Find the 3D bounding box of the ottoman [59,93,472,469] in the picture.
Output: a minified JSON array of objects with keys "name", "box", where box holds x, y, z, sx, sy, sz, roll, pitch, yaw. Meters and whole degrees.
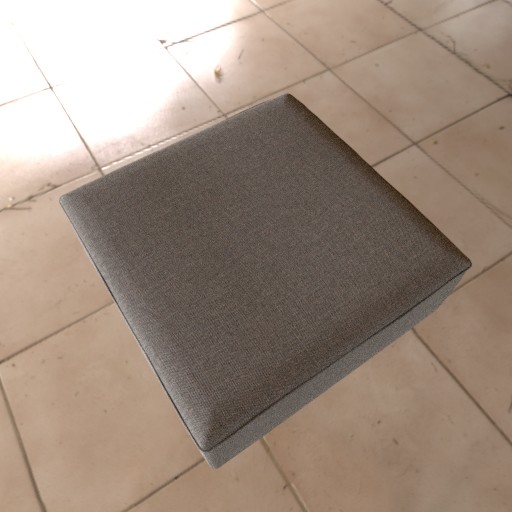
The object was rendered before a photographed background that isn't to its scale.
[{"name":"ottoman","box":[0.000,0.000,1.612,1.023,0.423,1.017,-30,63,-17]}]
